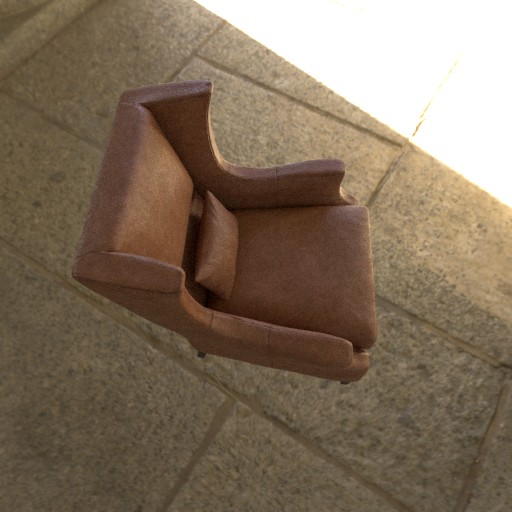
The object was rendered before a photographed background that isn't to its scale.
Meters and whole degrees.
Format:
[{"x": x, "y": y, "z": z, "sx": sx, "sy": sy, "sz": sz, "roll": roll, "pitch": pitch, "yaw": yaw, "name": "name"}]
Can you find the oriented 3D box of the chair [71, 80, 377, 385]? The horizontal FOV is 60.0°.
[{"x": 0.000, "y": 0.000, "z": 1.702, "sx": 0.926, "sy": 1.016, "sz": 0.853, "roll": 3, "pitch": 63, "yaw": 2, "name": "chair"}]
